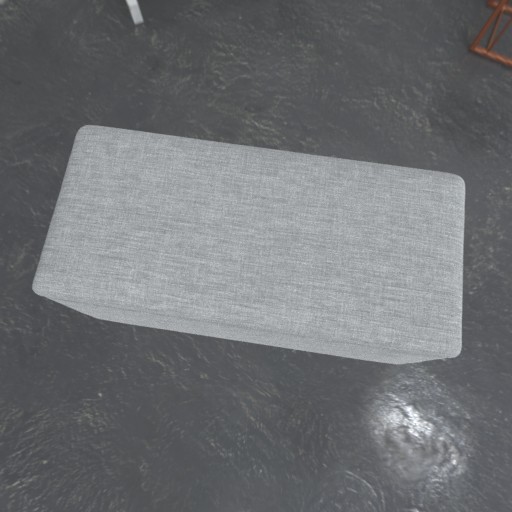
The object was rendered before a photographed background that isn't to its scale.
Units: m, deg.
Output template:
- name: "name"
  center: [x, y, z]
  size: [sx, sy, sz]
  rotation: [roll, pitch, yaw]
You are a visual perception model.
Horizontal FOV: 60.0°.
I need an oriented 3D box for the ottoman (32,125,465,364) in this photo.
- name: "ottoman"
  center: [0.000, 0.000, 1.125]
  size: [0.902, 0.432, 0.419]
  rotation: [8, 74, 2]
